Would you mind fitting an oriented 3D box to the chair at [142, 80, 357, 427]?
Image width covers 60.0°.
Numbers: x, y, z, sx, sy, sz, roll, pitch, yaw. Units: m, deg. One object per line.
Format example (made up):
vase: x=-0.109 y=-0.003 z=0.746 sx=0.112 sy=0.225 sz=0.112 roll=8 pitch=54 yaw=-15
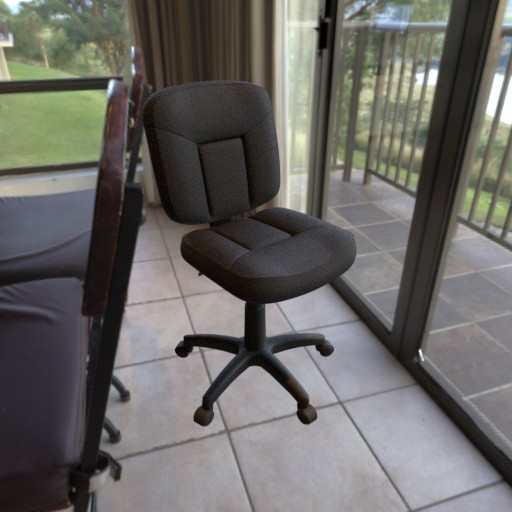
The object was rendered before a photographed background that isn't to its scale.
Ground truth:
chair: x=0.000 y=0.000 z=1.395 sx=0.610 sy=0.972 sz=0.610 roll=-20 pitch=35 yaw=-32
